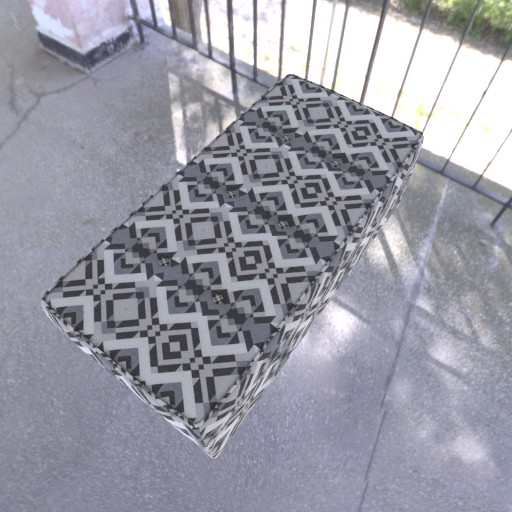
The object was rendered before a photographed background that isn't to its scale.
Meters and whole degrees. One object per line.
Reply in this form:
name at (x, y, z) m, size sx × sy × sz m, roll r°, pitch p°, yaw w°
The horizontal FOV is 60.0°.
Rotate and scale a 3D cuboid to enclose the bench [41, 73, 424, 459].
bench at (0.000, 0.000, 1.306) m, size 0.492 × 0.477 × 1.016 m, roll 32°, pitch 63°, yaw 18°
